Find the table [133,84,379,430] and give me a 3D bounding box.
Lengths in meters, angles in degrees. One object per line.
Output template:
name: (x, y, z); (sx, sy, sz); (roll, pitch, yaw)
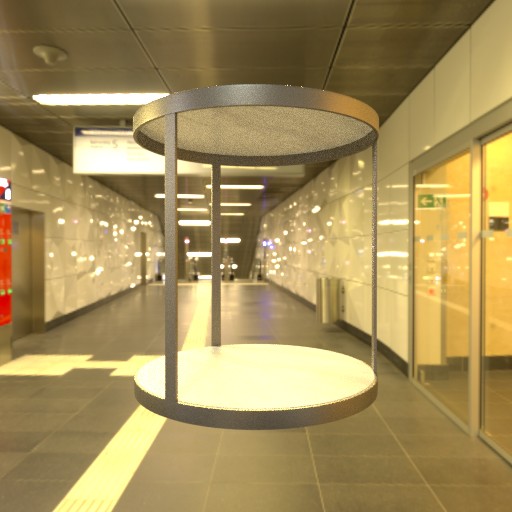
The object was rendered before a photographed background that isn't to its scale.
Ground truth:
table: (0.000, 0.000, 0.835); (0.445, 0.479, 0.445); (0, 1, 0)
